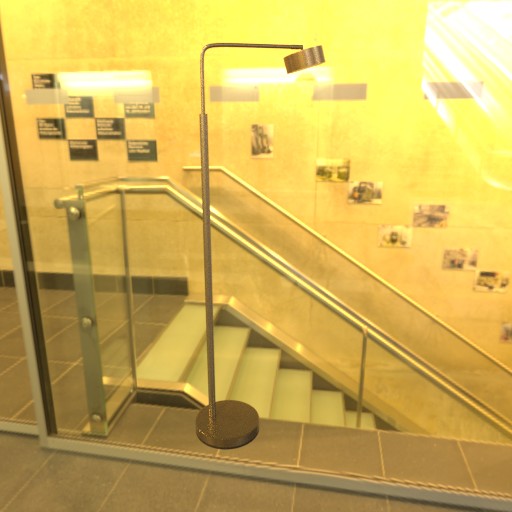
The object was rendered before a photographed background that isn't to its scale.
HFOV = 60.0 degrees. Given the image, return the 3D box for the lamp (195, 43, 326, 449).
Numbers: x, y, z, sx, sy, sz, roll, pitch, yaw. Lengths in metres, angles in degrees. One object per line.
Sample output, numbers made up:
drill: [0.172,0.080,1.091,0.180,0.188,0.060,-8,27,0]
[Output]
lamp: [0.000,0.000,1.388,0.418,1.230,0.219,-2,16,-9]
